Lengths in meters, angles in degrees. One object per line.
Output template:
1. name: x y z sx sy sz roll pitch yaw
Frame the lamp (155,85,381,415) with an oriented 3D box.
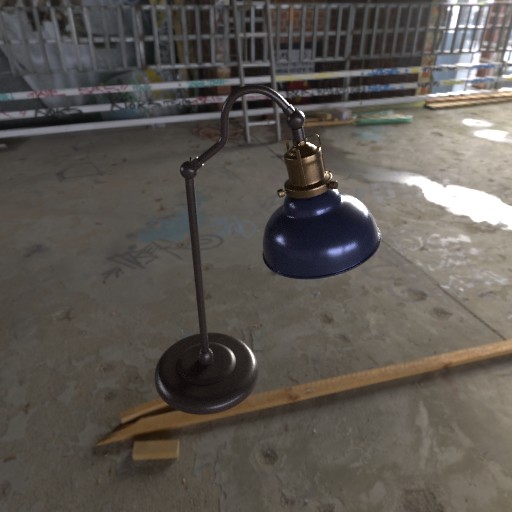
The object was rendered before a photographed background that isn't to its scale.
1. lamp: 0.000 0.000 0.694 0.374 0.508 0.192 0 31 0
